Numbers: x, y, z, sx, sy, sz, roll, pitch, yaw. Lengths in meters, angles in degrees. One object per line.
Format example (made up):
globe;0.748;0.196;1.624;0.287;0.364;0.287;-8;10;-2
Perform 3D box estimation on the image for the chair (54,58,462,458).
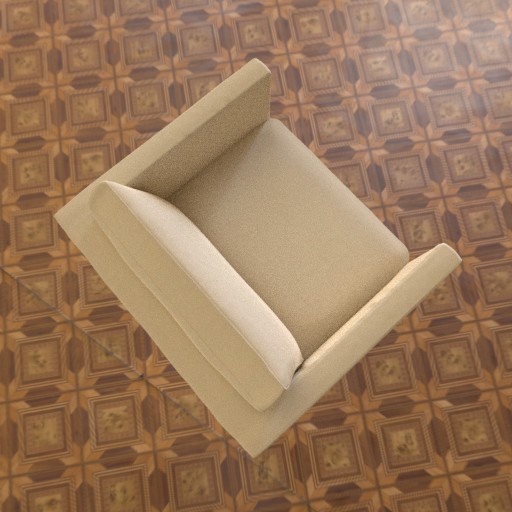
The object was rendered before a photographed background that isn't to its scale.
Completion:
chair;0.000;0.000;1.725;0.947;0.851;1.057;-41;80;-9
